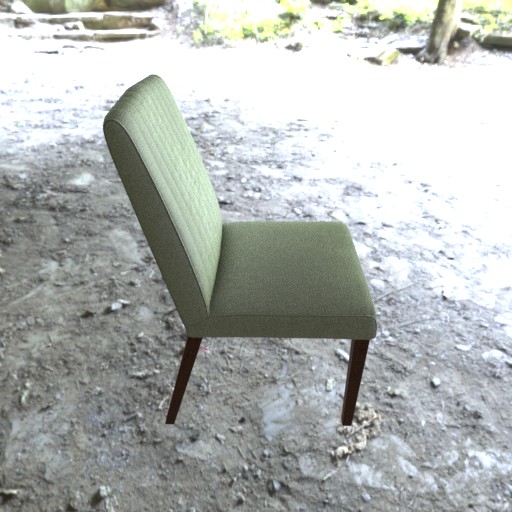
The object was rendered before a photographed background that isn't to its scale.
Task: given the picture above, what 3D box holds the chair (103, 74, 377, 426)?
[{"bbox_3d":[0.000,0.000,1.233,0.594,0.900,0.480,0,33,1],"label":"chair"}]
